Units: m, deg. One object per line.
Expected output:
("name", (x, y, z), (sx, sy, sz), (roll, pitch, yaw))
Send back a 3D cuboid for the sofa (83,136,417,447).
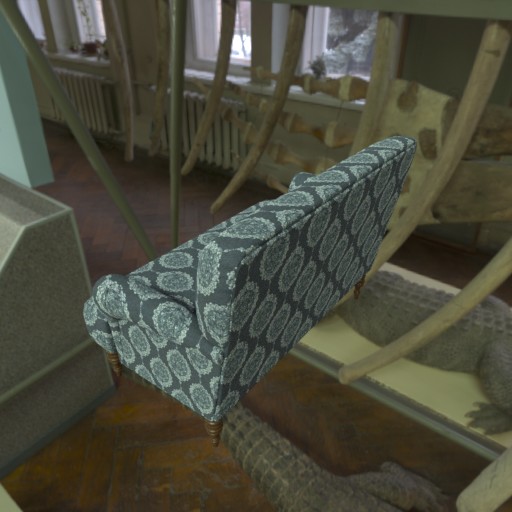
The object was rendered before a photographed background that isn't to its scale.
("sofa", (0.000, 0.000, 1.825), (0.779, 0.867, 1.297), (22, 38, 31))
